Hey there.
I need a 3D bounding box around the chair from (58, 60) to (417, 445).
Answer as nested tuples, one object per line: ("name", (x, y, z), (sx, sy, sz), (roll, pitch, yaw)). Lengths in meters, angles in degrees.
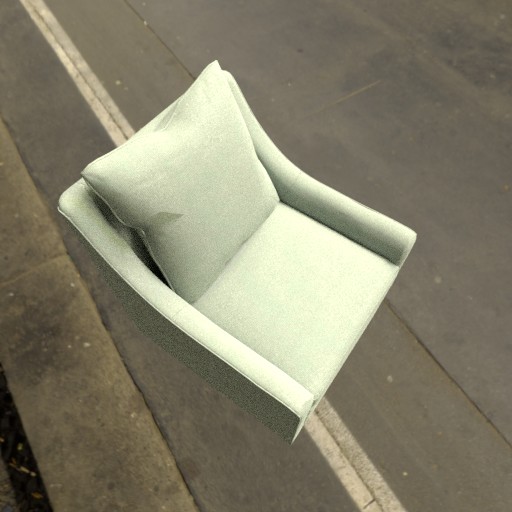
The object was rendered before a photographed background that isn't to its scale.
("chair", (0.000, 0.000, 1.551), (0.870, 0.926, 0.760), (32, 64, 18))
